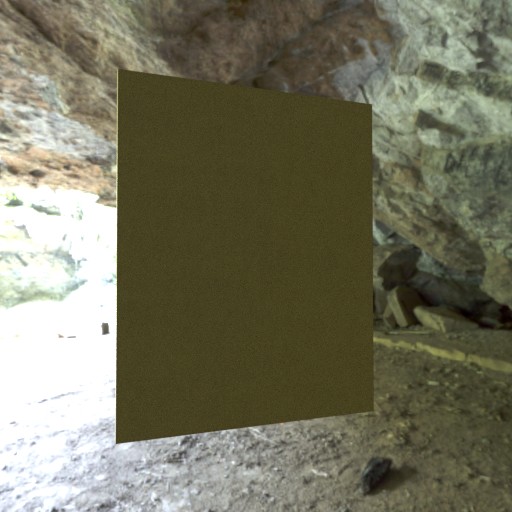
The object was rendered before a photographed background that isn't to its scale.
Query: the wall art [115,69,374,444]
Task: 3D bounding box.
[{"bbox_3d":[0.000,0.000,1.328,0.798,1.002,0.030,0,-1,-19],"label":"wall art"}]
